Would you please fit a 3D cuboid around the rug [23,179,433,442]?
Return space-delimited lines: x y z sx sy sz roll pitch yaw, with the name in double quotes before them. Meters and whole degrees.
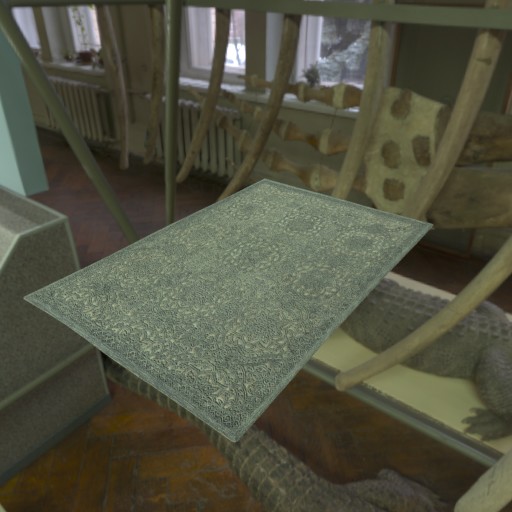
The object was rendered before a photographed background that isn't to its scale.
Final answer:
"rug" 0.000 0.000 2.278 1.224 0.016 1.830 21 37 31
